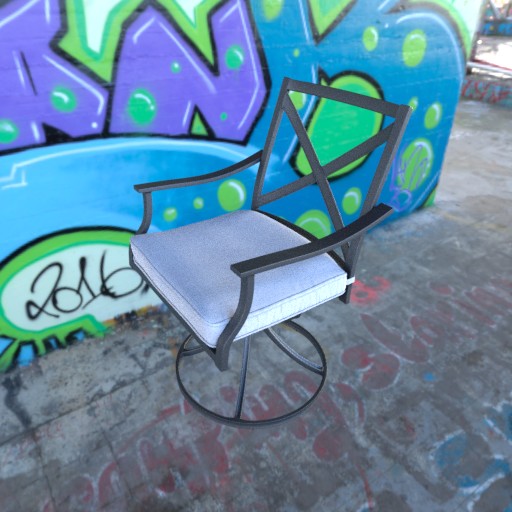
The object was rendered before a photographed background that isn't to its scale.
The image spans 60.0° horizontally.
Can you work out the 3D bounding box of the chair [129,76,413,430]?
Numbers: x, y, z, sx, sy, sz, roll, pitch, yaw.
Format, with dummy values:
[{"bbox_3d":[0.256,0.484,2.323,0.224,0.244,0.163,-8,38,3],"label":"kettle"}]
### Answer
[{"bbox_3d":[0.000,0.000,1.328,0.620,0.889,0.575,-20,37,-29],"label":"chair"}]
